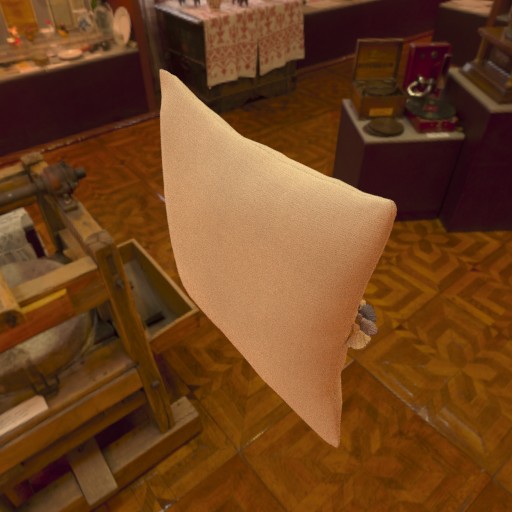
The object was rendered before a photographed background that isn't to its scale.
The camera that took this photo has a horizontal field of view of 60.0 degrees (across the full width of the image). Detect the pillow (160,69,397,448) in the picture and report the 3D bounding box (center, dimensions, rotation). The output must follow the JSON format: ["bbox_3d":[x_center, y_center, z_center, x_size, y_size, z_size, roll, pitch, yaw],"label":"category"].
[{"bbox_3d":[0.000,0.000,0.721,0.165,0.481,0.489,-26,48,-27],"label":"pillow"}]
